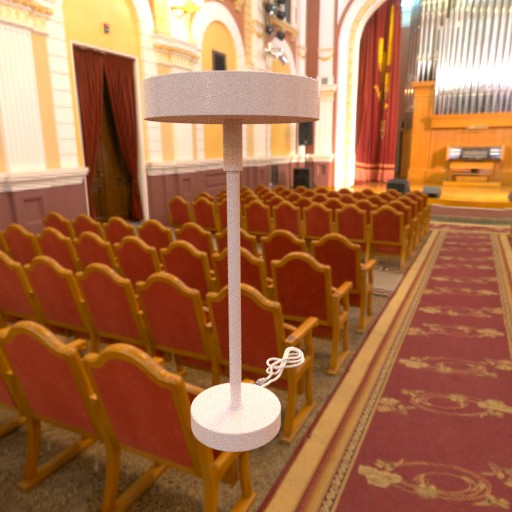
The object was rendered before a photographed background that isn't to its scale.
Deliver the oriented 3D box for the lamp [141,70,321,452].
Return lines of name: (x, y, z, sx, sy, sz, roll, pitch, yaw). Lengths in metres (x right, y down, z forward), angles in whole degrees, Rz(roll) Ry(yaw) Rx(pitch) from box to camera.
lamp: (0.000, 0.000, 0.697, 0.229, 0.508, 0.369, 7, 16, 26)
